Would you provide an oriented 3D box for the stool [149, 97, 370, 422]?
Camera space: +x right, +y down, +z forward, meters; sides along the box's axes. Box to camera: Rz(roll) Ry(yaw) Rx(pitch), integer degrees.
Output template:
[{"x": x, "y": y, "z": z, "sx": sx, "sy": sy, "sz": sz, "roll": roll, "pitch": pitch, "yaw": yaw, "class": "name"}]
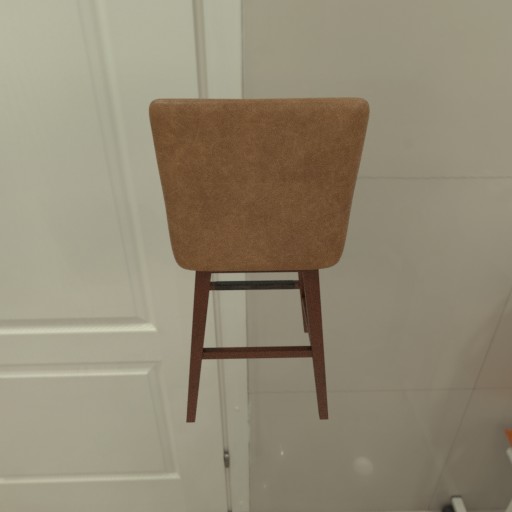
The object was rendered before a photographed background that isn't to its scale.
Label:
[{"x": 0.000, "y": 0.000, "z": 1.409, "sx": 0.487, "sy": 1.079, "sz": 0.572, "roll": -1, "pitch": 32, "yaw": -1, "class": "stool"}]
